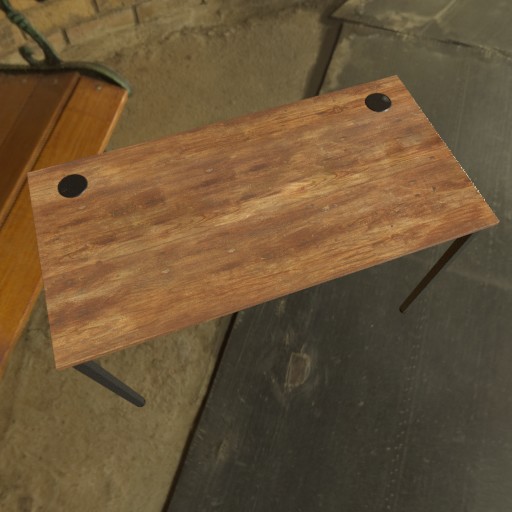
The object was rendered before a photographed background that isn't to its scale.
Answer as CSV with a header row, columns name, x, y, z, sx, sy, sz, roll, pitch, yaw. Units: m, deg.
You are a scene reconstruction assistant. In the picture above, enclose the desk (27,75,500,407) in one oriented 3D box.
name,x,y,z,sx,sy,sz,roll,pitch,yaw
desk,0.000,0.000,1.579,1.200,0.749,0.600,-18,65,-9
